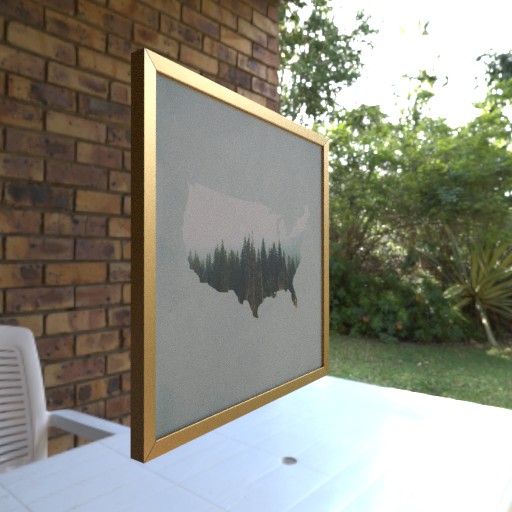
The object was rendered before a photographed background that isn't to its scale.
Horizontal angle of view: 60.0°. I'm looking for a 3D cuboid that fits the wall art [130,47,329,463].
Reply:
[{"bbox_3d":[0.000,0.000,1.133,0.038,0.762,0.762,0,0,35],"label":"wall art"}]
